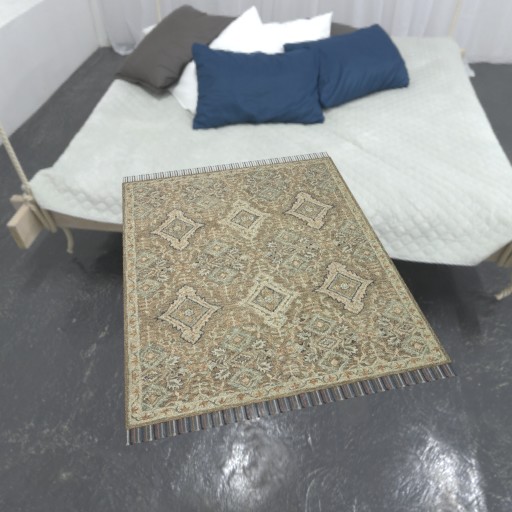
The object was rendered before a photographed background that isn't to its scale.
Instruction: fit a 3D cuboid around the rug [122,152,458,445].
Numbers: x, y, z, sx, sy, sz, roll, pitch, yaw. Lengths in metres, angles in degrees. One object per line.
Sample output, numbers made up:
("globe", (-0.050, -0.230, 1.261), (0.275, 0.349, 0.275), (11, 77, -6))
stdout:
("rug", (0.000, 0.000, 4.159), (2.437, 0.010, 3.056), (-9, 47, -8))
